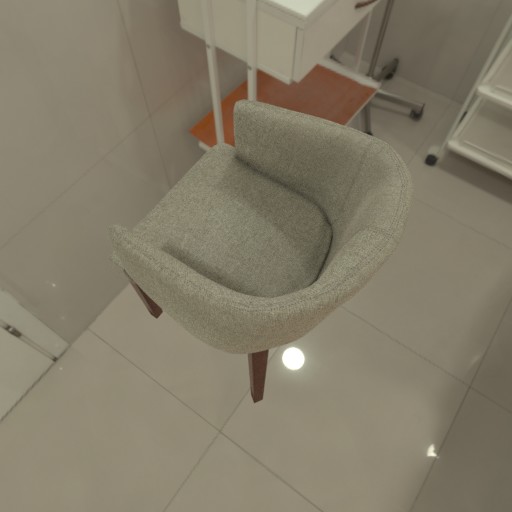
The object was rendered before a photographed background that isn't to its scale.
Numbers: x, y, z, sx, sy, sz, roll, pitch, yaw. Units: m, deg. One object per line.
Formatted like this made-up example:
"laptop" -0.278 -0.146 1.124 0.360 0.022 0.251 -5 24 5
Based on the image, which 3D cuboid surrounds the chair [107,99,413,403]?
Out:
"chair" 0.000 0.000 1.268 0.655 0.811 0.583 32 66 16
